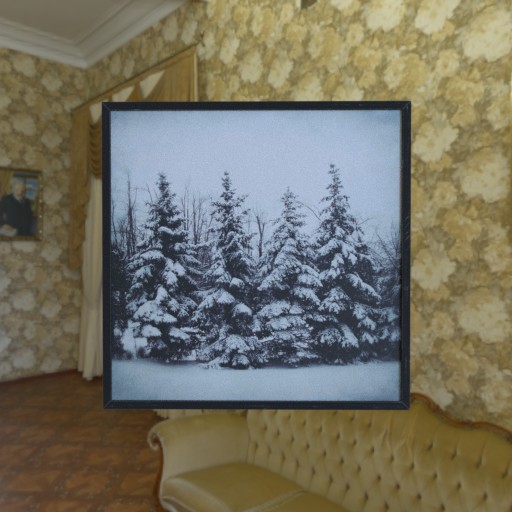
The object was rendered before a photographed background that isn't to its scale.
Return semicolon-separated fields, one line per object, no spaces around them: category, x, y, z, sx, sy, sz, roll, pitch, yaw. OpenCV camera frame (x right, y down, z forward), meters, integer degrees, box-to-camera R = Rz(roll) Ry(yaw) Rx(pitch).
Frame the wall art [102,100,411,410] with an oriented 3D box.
wall art;0.000;0.000;1.112;0.761;0.761;0.037;0;1;1
